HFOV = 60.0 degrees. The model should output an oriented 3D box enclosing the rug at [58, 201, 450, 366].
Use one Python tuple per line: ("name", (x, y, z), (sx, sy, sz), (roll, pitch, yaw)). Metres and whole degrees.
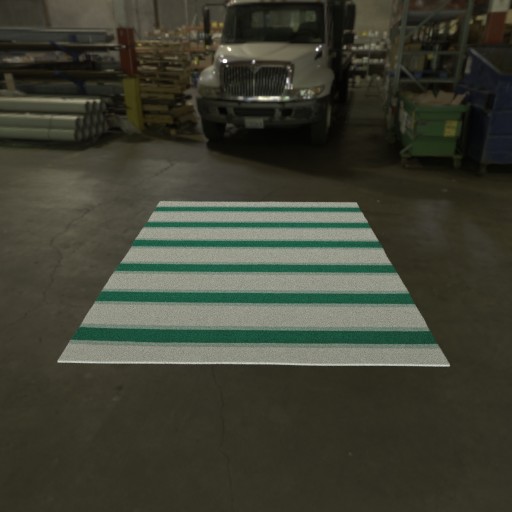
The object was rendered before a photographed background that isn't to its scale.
("rug", (0.000, 0.000, 4.097), (2.434, 0.019, 3.041), (0, 26, 1))
